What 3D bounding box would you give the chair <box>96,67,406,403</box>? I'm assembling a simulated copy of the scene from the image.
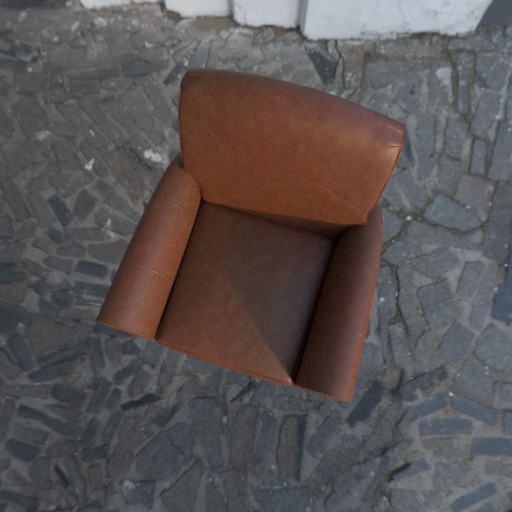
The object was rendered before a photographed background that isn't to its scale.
[{"bbox_3d":[0.000,0.000,1.781,0.978,1.061,0.902,17,76,4],"label":"chair"}]
